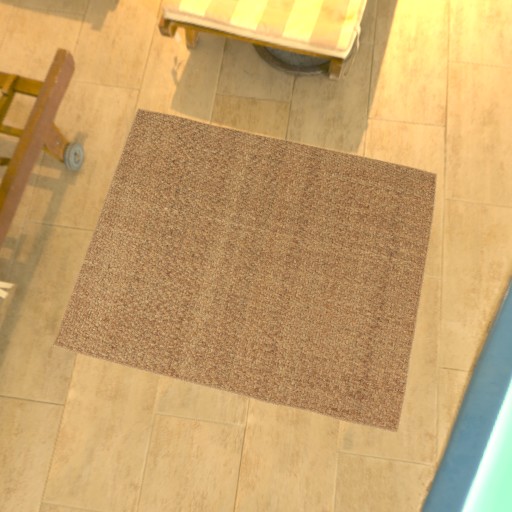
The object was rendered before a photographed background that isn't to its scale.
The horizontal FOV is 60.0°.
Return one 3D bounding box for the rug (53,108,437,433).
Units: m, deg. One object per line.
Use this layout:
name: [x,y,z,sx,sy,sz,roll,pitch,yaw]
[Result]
rug: [0.000,0.000,4.047,3.048,0.013,2.439,13,76,3]
